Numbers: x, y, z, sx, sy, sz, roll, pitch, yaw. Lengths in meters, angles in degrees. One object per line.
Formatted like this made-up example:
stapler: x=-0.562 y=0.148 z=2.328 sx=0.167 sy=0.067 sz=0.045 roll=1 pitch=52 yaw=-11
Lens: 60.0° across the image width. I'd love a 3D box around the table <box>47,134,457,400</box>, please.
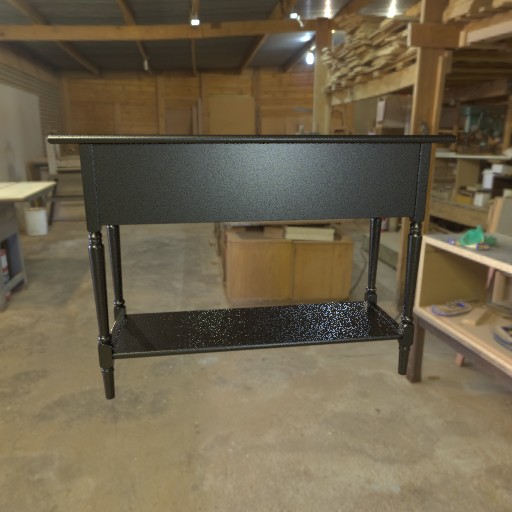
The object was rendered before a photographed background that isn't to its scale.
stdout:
table: x=0.000 y=0.000 z=1.557 sx=1.191 sy=0.819 sz=0.386 roll=-2 pitch=15 yaw=-8
